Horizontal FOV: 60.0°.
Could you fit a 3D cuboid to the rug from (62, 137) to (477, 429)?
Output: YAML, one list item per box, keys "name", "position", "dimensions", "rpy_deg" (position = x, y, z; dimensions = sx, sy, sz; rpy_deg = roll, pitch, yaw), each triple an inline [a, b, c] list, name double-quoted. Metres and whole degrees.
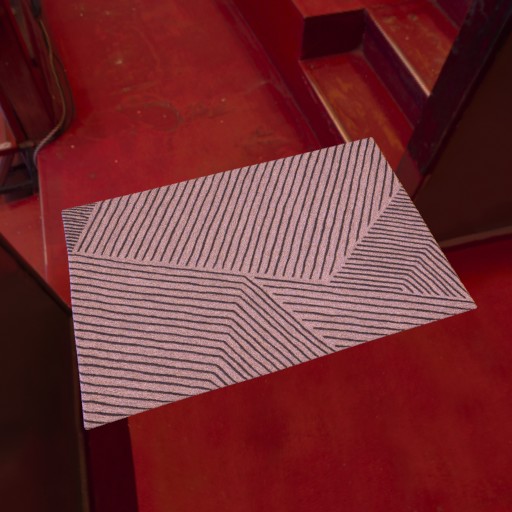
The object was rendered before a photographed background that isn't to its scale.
- name: "rug"
  position: [0.000, 0.000, 2.940]
  dimensions: [2.406, 0.023, 1.539]
  rpy_deg: [-15, 60, -9]
